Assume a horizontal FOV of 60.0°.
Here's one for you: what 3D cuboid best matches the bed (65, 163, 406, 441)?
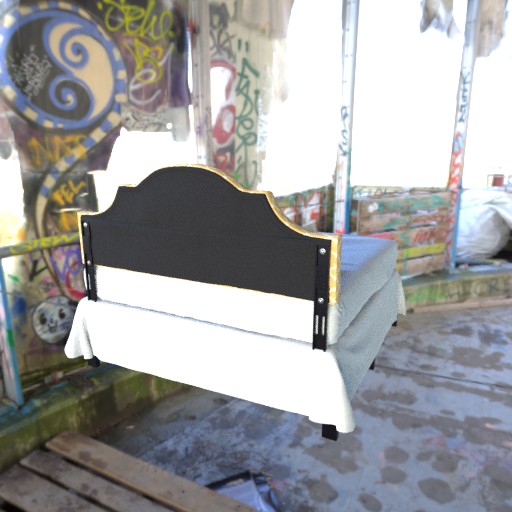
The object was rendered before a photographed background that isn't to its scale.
[{"bbox_3d":[0.000,0.000,3.741,2.314,1.601,2.222,7,16,26],"label":"bed"}]
